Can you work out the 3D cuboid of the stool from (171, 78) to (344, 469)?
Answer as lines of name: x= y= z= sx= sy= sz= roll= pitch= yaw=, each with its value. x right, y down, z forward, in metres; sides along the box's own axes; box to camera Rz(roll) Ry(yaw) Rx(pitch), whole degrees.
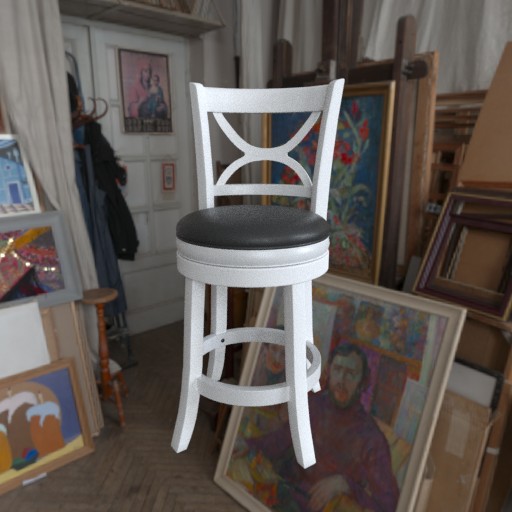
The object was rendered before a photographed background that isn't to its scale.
stool: x=0.000 y=0.000 z=1.234 sx=0.444 sy=0.953 sz=0.508 roll=2 pitch=14 yaw=9
